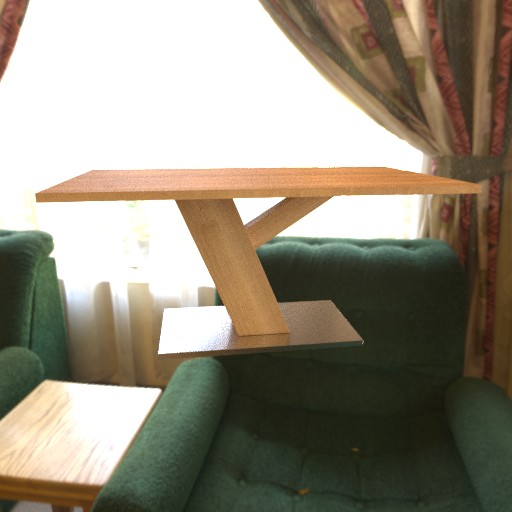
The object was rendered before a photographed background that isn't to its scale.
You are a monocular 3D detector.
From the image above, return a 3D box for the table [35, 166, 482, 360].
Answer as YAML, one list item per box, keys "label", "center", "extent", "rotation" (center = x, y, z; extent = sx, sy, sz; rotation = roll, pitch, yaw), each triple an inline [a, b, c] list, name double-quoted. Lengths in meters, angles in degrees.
- label: "table"
  center: [0.000, 0.000, 2.099]
  extent: [1.600, 0.750, 0.900]
  rotation: [-2, 16, -8]
